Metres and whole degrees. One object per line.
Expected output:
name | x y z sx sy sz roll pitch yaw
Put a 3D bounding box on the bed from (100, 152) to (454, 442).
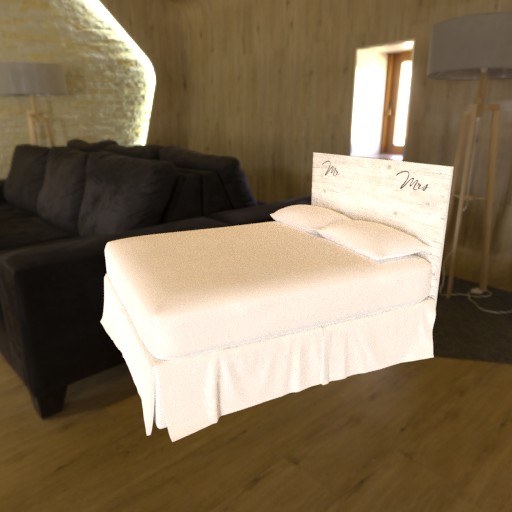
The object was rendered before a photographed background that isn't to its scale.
bed | 0.000 0.000 3.261 2.094 1.335 1.745 -8 19 -25
